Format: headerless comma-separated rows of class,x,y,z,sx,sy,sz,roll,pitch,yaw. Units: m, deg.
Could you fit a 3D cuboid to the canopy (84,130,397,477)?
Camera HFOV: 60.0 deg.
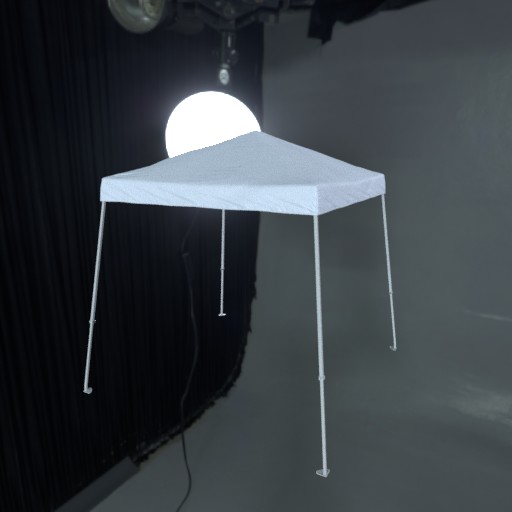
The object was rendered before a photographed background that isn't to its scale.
canopy,0.000,0.000,6.575,3.600,3.600,3.599,7,14,28
